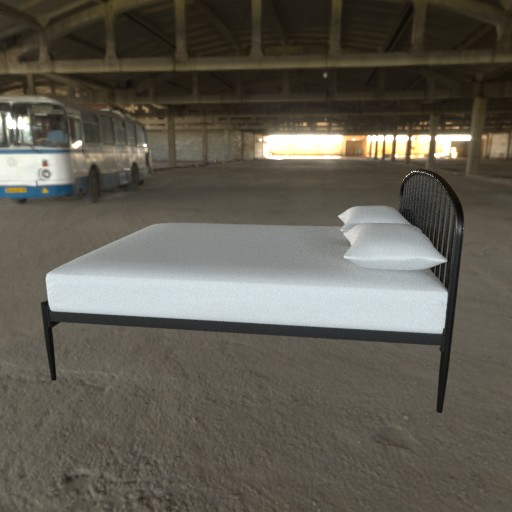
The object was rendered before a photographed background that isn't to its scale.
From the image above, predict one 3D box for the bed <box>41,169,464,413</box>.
[{"bbox_3d":[0.000,0.000,3.016,2.159,1.166,1.618,2,14,8],"label":"bed"}]
